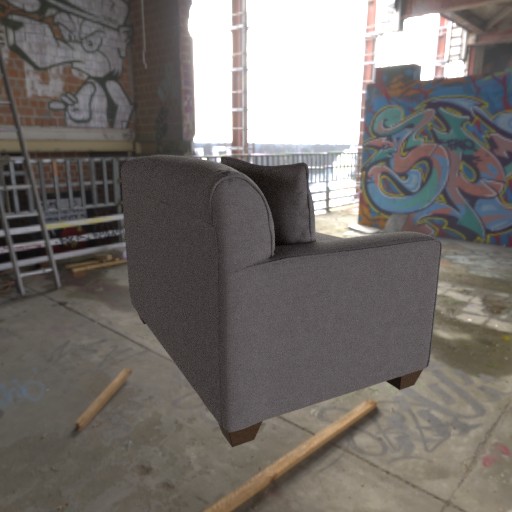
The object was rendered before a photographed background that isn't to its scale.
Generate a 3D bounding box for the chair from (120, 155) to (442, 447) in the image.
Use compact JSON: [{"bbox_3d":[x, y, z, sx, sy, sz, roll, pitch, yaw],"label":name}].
[{"bbox_3d":[0.000,0.000,2.141,0.992,0.953,1.395,-7,16,-27],"label":"chair"}]
